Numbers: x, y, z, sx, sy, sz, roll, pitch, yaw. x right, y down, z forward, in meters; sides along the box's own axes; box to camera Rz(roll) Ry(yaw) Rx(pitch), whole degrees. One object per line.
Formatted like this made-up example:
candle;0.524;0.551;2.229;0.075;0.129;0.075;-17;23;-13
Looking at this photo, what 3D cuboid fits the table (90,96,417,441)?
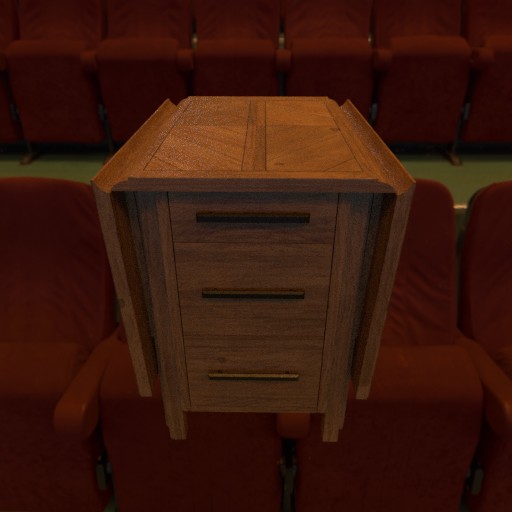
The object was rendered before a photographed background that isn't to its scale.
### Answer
table;0.000;0.000;1.311;0.591;0.763;0.746;0;30;1
